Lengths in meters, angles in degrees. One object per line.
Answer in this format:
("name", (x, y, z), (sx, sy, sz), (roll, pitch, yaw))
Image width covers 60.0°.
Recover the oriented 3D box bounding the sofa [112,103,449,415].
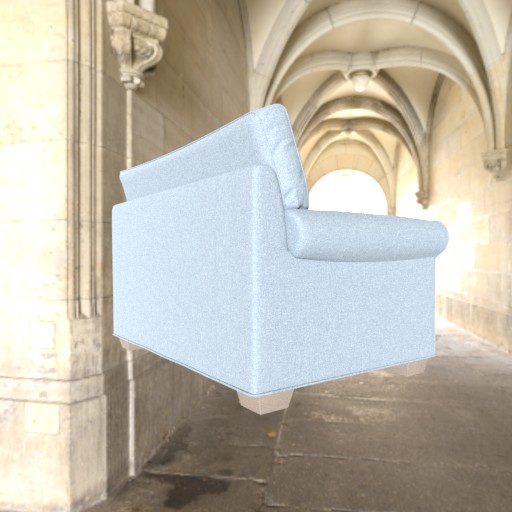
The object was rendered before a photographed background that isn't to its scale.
("sofa", (0.000, 0.000, 2.067), (0.940, 0.953, 1.410), (0, 0, -36))
